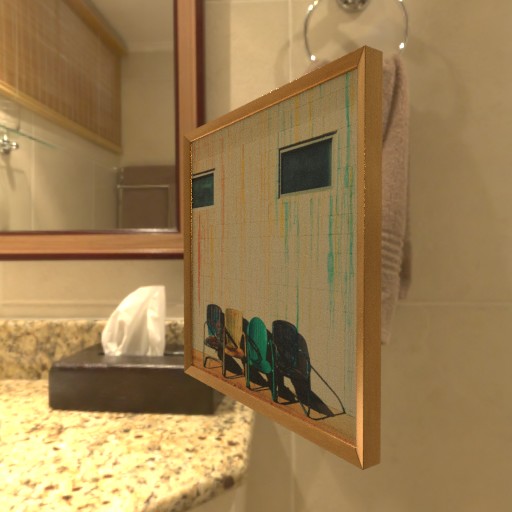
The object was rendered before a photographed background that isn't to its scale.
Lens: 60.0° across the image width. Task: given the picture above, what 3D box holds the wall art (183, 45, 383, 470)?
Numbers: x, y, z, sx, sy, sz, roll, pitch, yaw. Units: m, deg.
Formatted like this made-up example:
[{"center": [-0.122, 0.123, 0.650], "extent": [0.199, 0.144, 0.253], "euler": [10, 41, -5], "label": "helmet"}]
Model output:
[{"center": [0.000, 0.000, 0.445], "extent": [0.019, 0.302, 0.302], "euler": [-1, 1, -34], "label": "wall art"}]
